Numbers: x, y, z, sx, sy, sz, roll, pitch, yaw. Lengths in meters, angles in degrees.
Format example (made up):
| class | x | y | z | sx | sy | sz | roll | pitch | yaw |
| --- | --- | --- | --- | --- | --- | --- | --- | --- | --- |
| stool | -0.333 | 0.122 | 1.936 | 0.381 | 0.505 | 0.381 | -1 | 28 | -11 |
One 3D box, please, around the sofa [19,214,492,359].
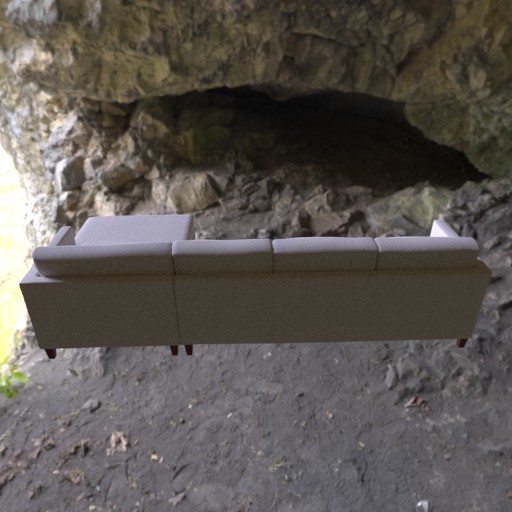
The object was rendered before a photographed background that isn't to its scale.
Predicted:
| class | x | y | z | sx | sy | sz | roll | pitch | yaw |
| --- | --- | --- | --- | --- | --- | --- | --- | --- | --- |
| sofa | 0.000 | 0.000 | 4.011 | 3.471 | 0.954 | 1.599 | -1 | 30 | -2 |
